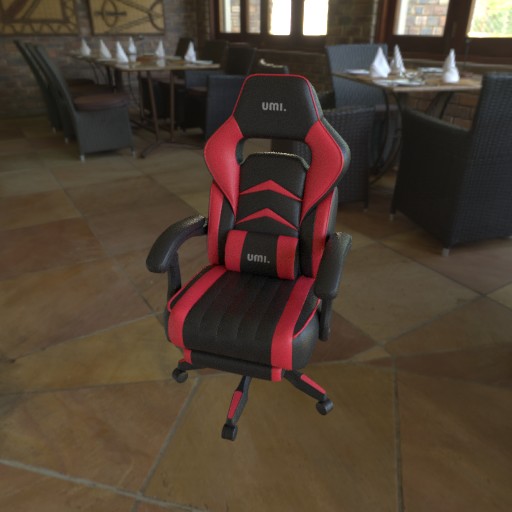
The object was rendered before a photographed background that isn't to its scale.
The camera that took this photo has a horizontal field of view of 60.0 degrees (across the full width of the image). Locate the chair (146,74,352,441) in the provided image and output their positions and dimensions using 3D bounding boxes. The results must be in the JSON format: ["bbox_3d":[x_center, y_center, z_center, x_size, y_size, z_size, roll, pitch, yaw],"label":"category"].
[{"bbox_3d":[0.000,0.000,1.662,0.700,1.220,0.700,8,28,15],"label":"chair"}]
